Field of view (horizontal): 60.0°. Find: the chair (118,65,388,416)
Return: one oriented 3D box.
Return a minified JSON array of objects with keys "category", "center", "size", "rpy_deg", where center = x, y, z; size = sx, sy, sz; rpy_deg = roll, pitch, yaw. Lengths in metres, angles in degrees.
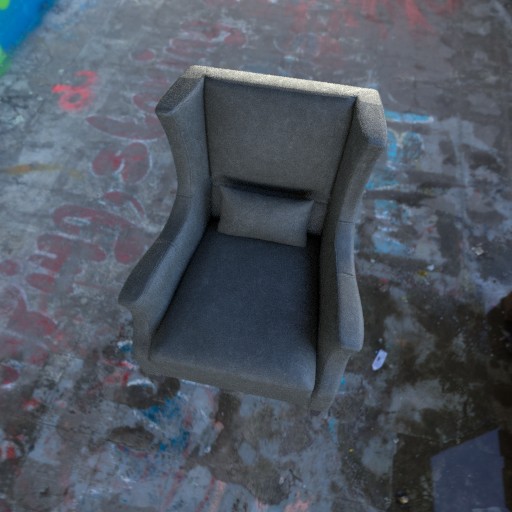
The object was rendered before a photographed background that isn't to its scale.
[{"category":"chair","center":[0.000,0.000,1.729],"size":[0.853,1.016,0.926],"rpy_deg":[10,59,6]}]
